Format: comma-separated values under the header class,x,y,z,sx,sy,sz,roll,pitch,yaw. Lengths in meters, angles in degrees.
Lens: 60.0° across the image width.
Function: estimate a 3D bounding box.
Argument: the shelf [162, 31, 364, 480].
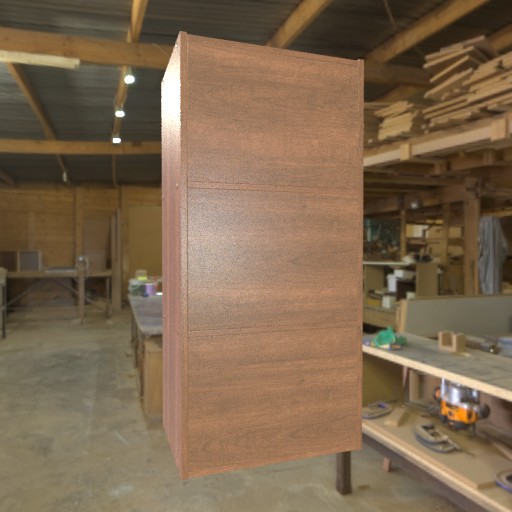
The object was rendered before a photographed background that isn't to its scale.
class,x,y,z,sx,sy,sz,roll,pitch,yaw
shelf,0.000,0.000,1.070,0.414,0.879,0.290,0,1,-19
